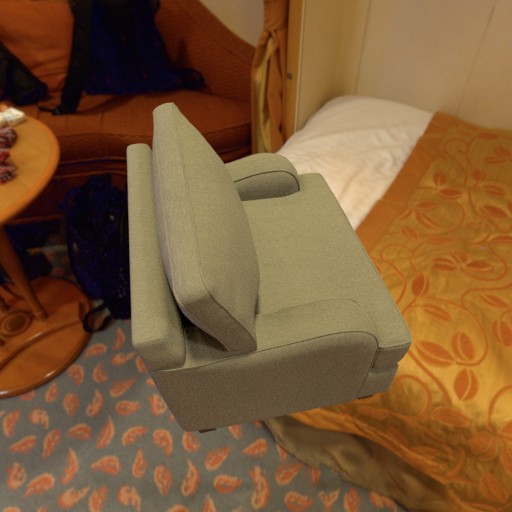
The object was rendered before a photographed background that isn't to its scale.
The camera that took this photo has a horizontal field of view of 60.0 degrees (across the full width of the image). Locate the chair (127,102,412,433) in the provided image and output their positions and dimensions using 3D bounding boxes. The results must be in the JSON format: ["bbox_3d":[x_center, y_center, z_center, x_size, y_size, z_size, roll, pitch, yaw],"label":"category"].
[{"bbox_3d":[0.000,0.000,2.050,1.041,1.016,1.220,-9,46,-9],"label":"chair"}]
